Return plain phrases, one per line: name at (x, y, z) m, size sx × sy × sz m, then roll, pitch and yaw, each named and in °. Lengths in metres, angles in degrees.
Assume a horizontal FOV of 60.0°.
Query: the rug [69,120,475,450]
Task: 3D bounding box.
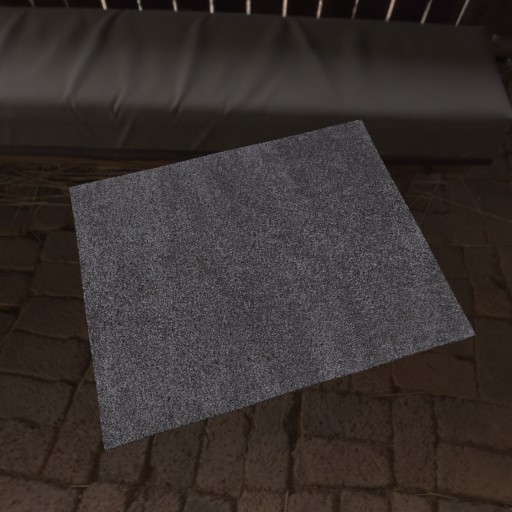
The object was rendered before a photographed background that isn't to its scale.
rug at (0.000, 0.000, 3.910) m, size 3.000 × 0.025 × 2.401 m, roll -15°, pitch 65°, yaw -7°
